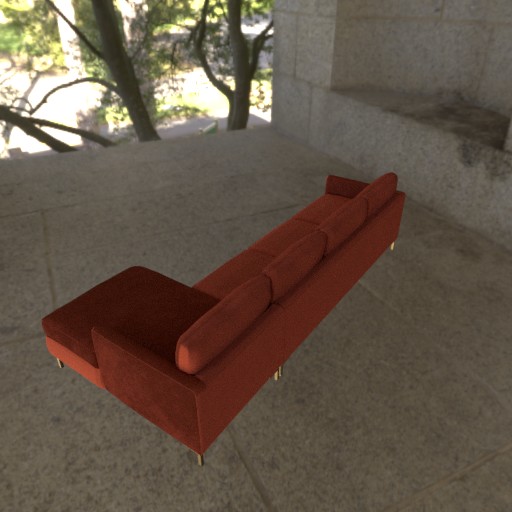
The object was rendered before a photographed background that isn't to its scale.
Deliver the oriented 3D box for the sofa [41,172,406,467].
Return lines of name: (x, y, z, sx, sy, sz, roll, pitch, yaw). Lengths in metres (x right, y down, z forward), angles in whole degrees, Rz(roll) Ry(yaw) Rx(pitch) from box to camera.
sofa: (0.000, 0.000, 3.504, 1.350, 0.810, 2.932, 21, 37, 30)
